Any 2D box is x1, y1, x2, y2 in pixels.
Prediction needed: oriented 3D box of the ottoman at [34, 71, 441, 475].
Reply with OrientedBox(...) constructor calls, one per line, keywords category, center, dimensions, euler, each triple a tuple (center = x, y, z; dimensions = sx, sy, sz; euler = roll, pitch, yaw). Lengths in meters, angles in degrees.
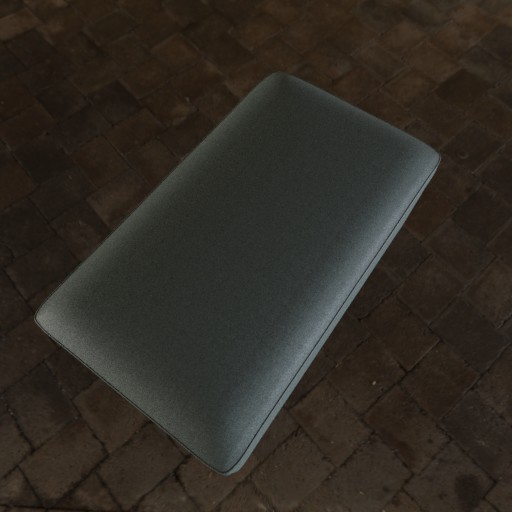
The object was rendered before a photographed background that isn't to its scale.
OrientedBox(category="ottoman", center=(0.000, 0.000, 1.485), dimensions=(0.681, 0.494, 1.173), euler=(33, 69, 15))
